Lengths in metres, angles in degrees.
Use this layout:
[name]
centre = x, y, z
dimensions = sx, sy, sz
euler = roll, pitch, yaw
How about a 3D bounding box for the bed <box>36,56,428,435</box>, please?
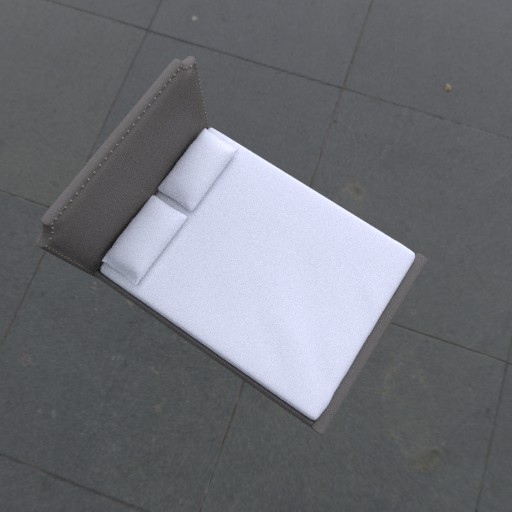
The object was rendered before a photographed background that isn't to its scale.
[bed]
centre = 0.000, 0.000, 3.452
dimensions = 2.372, 1.443, 1.712
euler = 33, 78, 8
